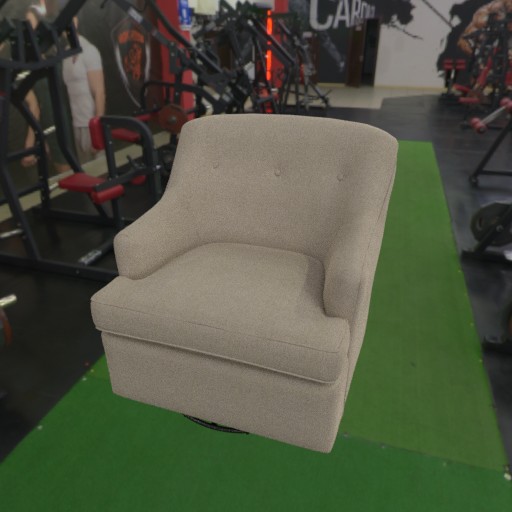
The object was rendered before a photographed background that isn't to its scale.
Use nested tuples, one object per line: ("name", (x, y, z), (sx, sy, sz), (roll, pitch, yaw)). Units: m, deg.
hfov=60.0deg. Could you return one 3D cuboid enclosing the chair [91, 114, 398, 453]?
("chair", (0.000, 0.000, 1.602), (0.864, 0.856, 0.923), (9, 28, 17))
